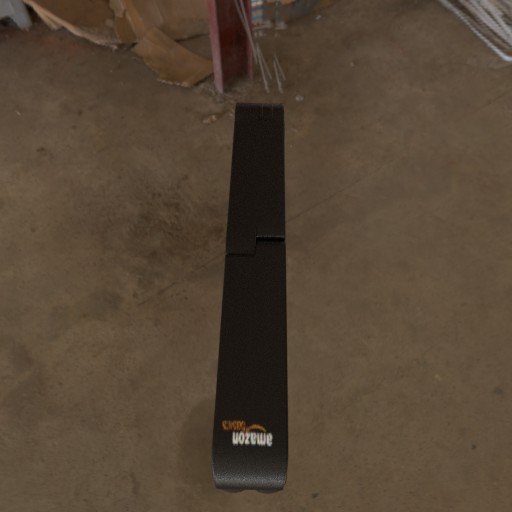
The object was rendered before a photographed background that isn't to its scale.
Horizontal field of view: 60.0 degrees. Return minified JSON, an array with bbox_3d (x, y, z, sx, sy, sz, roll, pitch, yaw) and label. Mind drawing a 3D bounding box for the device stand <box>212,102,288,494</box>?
[{"bbox_3d":[0.000,0.000,0.191,0.026,0.030,0.179,1,59,1],"label":"device stand"}]
